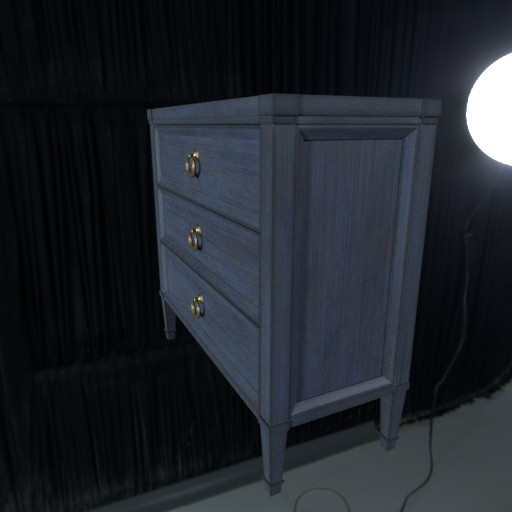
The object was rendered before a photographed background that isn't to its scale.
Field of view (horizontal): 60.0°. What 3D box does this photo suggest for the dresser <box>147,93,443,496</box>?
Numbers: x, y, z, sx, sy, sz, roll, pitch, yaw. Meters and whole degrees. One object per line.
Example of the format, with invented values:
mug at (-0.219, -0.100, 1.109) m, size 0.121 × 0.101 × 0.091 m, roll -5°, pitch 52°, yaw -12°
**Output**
dresser at (0.000, 0.000, 1.534) m, size 0.463 × 0.986 × 1.049 m, roll -8°, pitch 18°, yaw -25°
